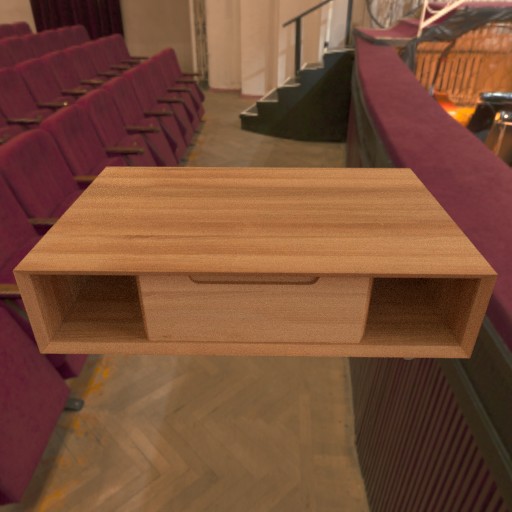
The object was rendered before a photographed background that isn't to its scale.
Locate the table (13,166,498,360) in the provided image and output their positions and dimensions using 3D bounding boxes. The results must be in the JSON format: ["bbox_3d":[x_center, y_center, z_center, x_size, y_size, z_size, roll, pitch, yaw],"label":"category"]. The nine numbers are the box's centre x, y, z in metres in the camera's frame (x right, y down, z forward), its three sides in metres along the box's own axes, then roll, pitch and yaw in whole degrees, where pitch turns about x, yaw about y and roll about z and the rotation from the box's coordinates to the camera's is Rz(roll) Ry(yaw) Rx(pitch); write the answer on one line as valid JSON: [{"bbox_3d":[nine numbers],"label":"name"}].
[{"bbox_3d":[0.000,0.000,1.390,1.100,0.330,0.700,0,31,1],"label":"table"}]
